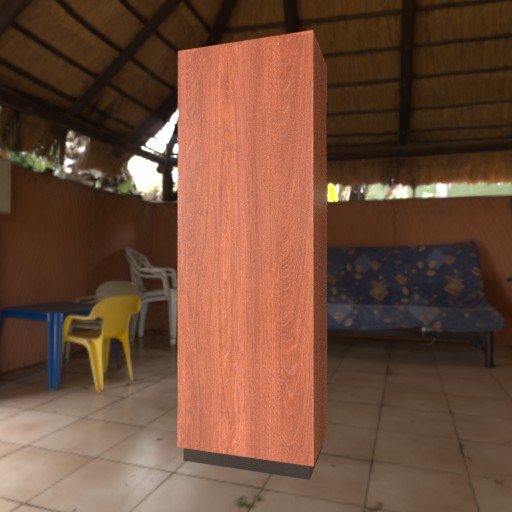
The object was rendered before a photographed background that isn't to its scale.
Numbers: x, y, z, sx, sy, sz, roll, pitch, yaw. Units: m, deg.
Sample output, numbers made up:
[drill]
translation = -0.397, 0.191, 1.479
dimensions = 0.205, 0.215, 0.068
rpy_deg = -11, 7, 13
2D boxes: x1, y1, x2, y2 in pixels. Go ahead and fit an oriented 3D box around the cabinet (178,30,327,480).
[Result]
[cabinet]
translation = 0.000, 0.000, 2.239
dimensions = 0.660, 1.980, 0.420
rpy_deg = 0, 0, 18
